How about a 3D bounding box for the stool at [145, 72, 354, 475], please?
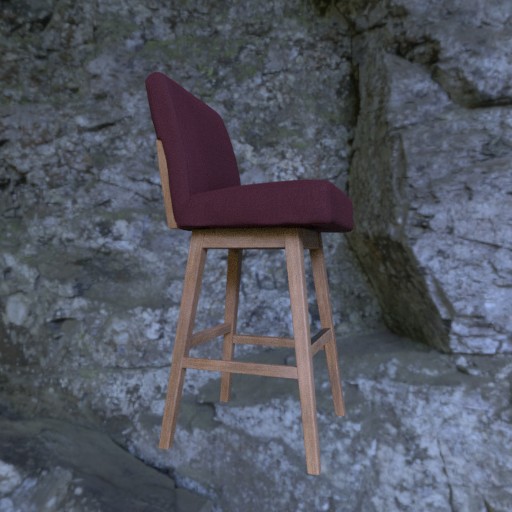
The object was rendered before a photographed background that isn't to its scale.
[{"bbox_3d":[0.000,0.000,1.399,0.562,1.093,0.468,0,0,20],"label":"stool"}]
